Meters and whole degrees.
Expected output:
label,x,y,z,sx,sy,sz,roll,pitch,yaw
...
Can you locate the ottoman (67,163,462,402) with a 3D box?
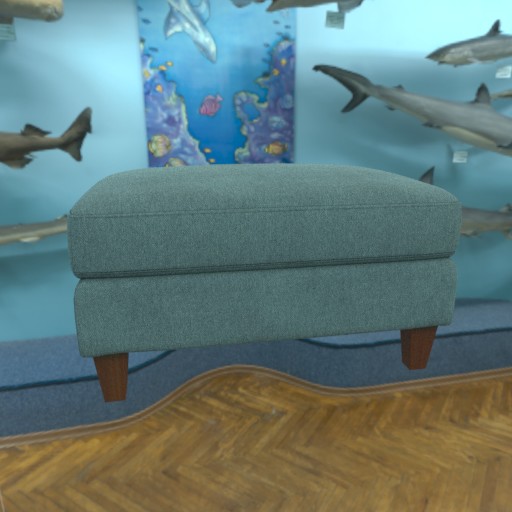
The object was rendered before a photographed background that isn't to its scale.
label,x,y,z,sx,sy,sz,roll,pitch,yaw
ottoman,0.000,0.000,1.213,0.864,0.483,0.584,-3,17,-10
